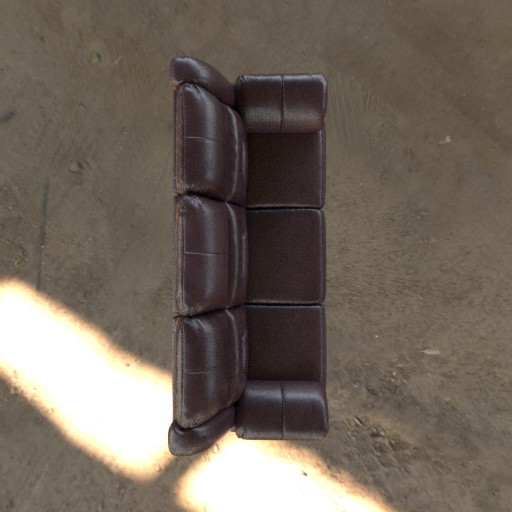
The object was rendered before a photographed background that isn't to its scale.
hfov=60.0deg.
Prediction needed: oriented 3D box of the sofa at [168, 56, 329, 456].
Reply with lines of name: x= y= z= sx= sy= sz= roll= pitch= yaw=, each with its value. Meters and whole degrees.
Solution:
sofa: x=0.000 y=0.000 z=2.883 sx=0.991 sy=1.043 sz=2.337 roll=0 pitch=89 yaw=-1
